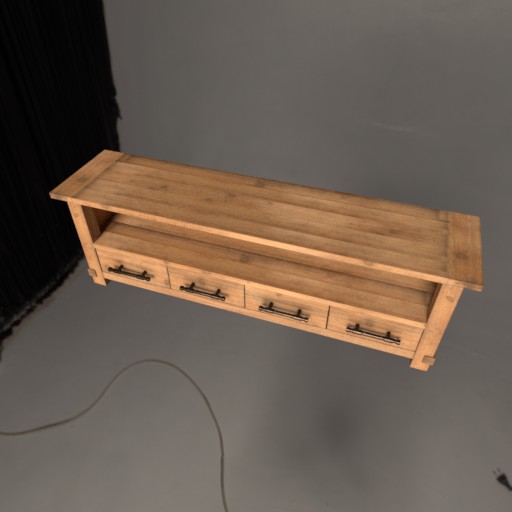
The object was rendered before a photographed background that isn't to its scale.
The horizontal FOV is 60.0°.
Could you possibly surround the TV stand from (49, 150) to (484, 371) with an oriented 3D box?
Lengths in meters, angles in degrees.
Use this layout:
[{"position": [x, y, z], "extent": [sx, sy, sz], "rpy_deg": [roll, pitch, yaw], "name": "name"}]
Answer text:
[{"position": [0.000, 0.000, 2.081], "extent": [1.804, 0.573, 0.453], "rpy_deg": [13, 42, 14], "name": "TV stand"}]
